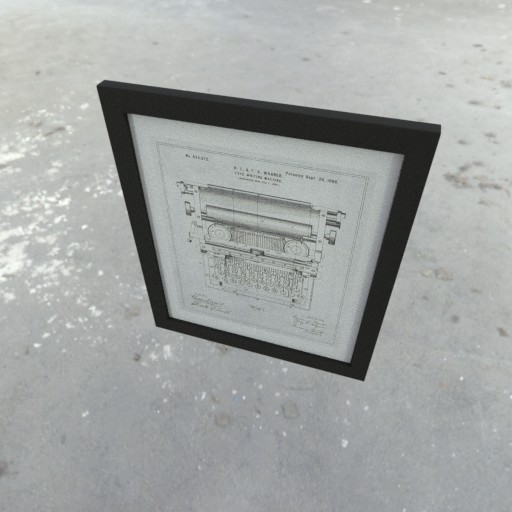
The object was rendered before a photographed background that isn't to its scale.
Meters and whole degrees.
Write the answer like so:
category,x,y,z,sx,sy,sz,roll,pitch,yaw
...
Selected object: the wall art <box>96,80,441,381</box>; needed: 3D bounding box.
category,x,y,z,sx,sy,sz,roll,pitch,yaw
wall art,0.000,0.000,0.713,0.432,0.508,0.021,12,44,13
